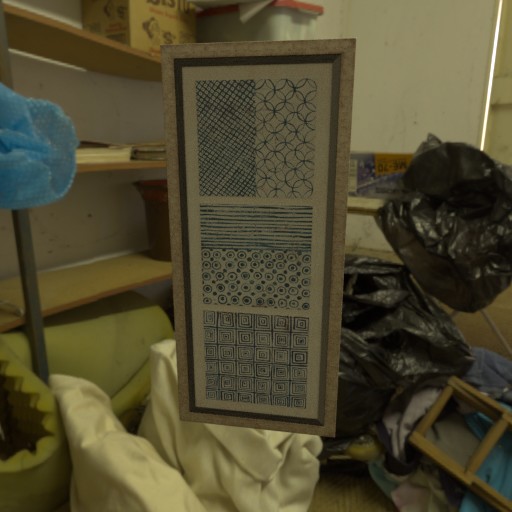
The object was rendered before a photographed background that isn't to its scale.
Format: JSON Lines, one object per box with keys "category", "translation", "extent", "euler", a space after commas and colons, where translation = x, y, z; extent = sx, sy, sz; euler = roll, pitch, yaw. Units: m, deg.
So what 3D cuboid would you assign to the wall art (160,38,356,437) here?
{"category": "wall art", "translation": [0.000, 0.000, 1.657], "extent": [0.648, 1.461, 0.051], "euler": [3, 15, 9]}
